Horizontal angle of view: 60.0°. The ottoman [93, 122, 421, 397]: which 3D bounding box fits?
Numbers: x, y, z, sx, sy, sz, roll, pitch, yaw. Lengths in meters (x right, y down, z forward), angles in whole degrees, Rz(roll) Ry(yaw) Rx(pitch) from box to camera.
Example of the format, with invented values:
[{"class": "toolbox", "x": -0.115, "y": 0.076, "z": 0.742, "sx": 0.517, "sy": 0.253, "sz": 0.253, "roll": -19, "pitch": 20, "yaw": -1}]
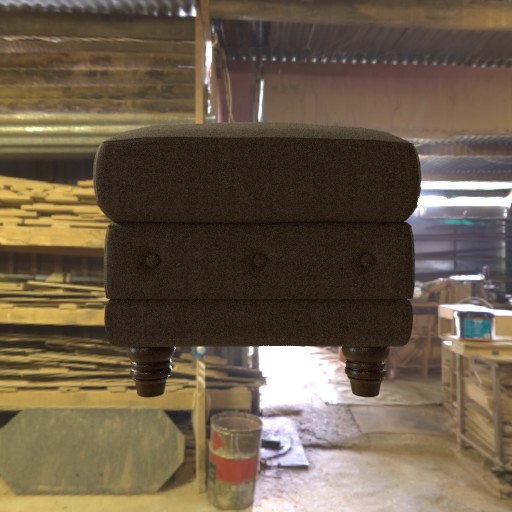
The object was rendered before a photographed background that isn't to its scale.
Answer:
[{"class": "ottoman", "x": 0.000, "y": 0.000, "z": 1.175, "sx": 0.599, "sy": 0.555, "sz": 0.809, "roll": 0, "pitch": -1, "yaw": 0}]
